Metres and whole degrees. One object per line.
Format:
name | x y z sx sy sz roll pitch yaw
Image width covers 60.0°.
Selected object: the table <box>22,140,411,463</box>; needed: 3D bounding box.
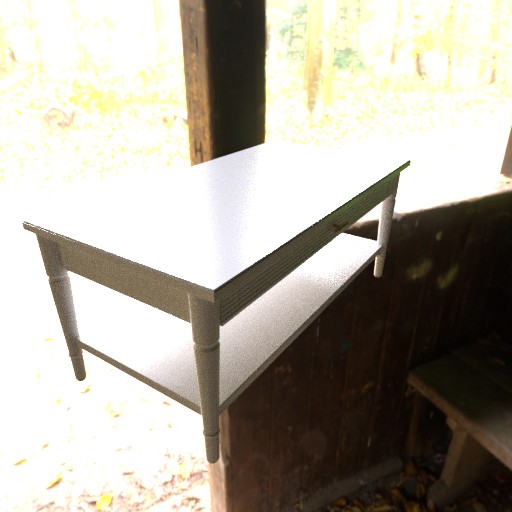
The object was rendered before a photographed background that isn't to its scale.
table | 0.000 0.000 1.357 0.559 0.457 1.067 17 31 30
